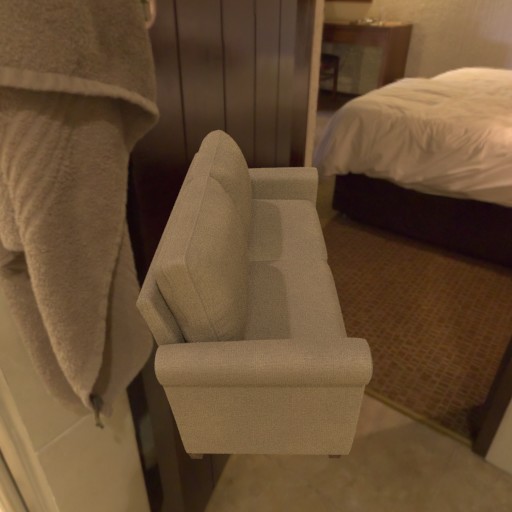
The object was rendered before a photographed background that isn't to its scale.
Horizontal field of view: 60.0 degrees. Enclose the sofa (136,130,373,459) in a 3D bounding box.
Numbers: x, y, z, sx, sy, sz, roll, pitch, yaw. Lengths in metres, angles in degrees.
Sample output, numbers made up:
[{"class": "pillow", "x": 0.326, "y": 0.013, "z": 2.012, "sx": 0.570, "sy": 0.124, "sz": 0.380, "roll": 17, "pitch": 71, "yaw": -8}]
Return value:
[{"class": "sofa", "x": 0.000, "y": 0.000, "z": 2.421, "sx": 0.842, "sy": 0.942, "sz": 1.935, "roll": 0, "pitch": 31, "yaw": 1}]
